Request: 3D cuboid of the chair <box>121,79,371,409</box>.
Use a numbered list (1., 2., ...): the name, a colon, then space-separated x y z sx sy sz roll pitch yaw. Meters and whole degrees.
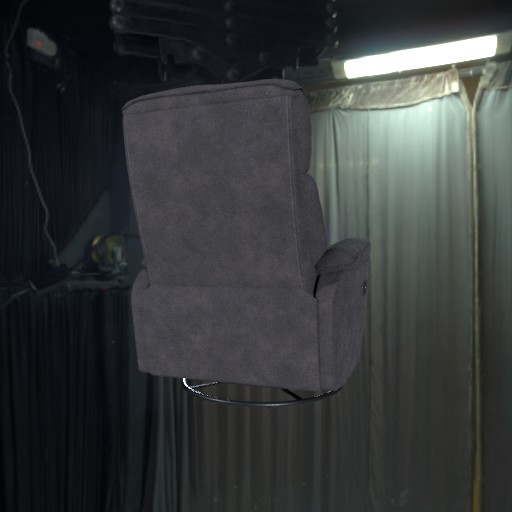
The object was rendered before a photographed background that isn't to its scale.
1. chair: 0.000 0.000 1.751 0.830 1.035 1.009 0 0 19
